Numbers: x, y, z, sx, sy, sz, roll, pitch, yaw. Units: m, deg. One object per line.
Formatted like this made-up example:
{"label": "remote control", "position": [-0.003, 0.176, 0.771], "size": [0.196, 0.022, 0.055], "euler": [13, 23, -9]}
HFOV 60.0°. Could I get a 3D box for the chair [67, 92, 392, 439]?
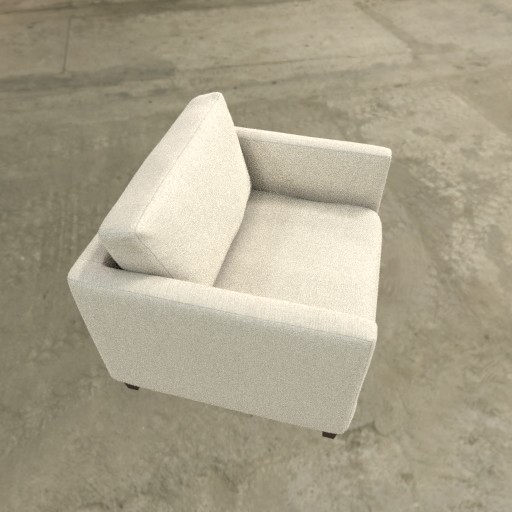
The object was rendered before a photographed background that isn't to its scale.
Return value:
{"label": "chair", "position": [0.000, 0.000, 1.742], "size": [0.959, 0.919, 0.996], "euler": [10, 47, 10]}
